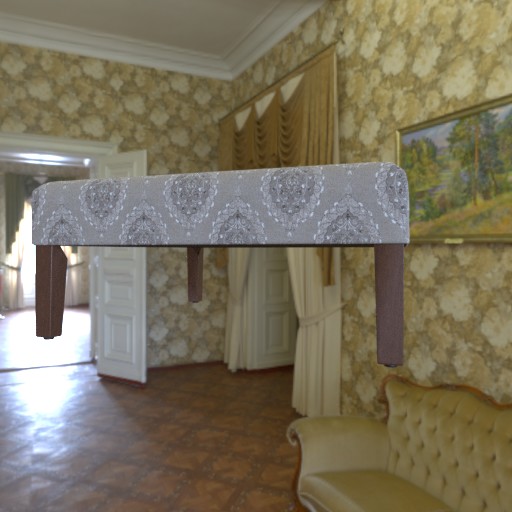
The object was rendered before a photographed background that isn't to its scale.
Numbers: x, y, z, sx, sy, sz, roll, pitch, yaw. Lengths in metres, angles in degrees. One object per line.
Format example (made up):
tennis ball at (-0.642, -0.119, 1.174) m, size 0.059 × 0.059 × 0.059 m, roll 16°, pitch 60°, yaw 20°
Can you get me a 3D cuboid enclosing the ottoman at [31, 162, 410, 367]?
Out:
ottoman at (0.000, 0.000, 1.374) m, size 0.889 × 0.411 × 0.890 m, roll 0°, pitch 1°, yaw 18°
